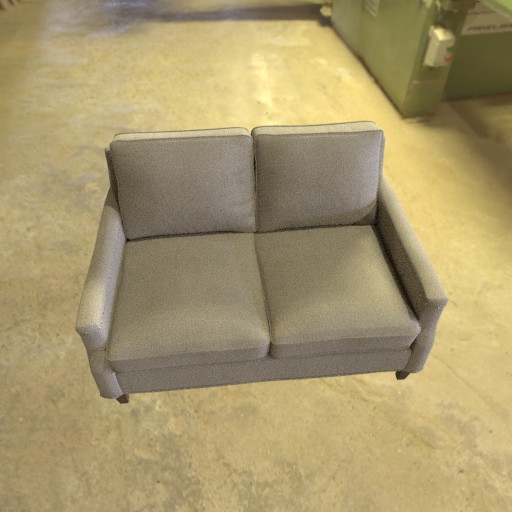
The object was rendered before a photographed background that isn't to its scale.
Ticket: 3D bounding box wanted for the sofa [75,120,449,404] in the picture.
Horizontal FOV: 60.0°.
[{"bbox_3d":[0.000,0.000,2.265,1.597,1.003,1.084,-4,47,-4],"label":"sofa"}]
